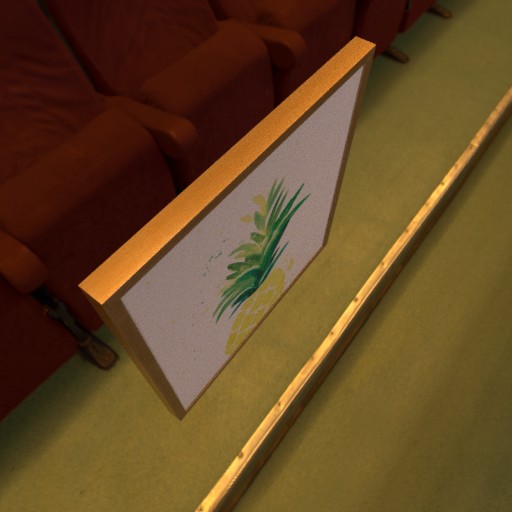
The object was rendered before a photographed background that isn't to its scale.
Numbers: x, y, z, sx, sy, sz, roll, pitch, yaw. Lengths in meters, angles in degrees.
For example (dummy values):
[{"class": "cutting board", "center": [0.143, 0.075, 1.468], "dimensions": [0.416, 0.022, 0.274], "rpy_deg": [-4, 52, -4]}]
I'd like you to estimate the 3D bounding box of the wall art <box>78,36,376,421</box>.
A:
[{"class": "wall art", "center": [0.000, 0.000, 0.738], "dimensions": [0.033, 0.509, 0.510], "rpy_deg": [33, 64, 19]}]
